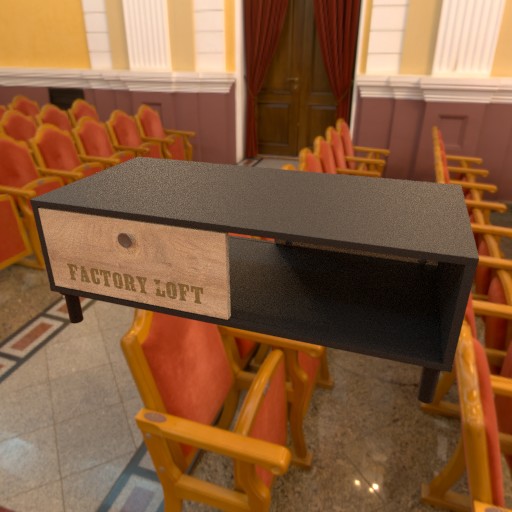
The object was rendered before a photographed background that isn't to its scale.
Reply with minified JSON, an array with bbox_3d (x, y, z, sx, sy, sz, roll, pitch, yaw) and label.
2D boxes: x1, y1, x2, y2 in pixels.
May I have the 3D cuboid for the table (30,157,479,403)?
[{"bbox_3d":[0.000,0.000,1.334,1.100,0.400,0.550,9,27,17],"label":"table"}]
